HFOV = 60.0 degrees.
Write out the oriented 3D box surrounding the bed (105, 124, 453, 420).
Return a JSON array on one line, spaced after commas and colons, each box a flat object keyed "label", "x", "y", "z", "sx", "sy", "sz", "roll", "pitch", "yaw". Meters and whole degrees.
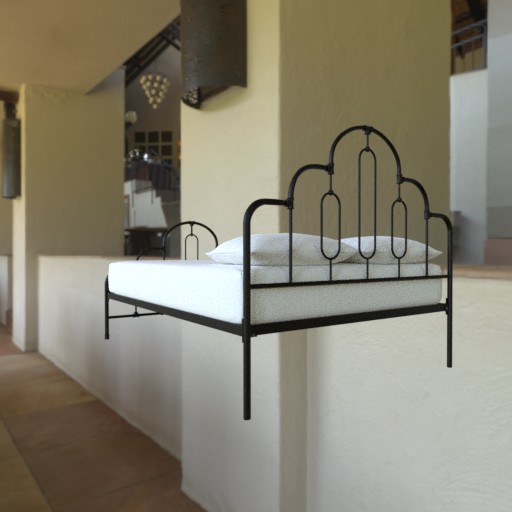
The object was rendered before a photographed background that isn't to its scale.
[{"label": "bed", "x": 0.000, "y": 0.000, "z": 3.315, "sx": 1.626, "sy": 1.444, "sz": 2.181, "roll": 0, "pitch": 0, "yaw": -35}]
